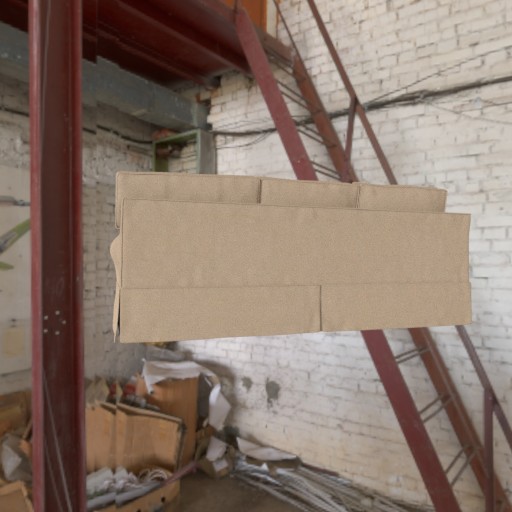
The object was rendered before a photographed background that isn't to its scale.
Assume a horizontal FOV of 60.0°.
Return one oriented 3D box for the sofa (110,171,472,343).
[{"bbox_3d":[0.000,0.000,4.360,2.733,1.124,2.730,0,-1,-19],"label":"sofa"}]
